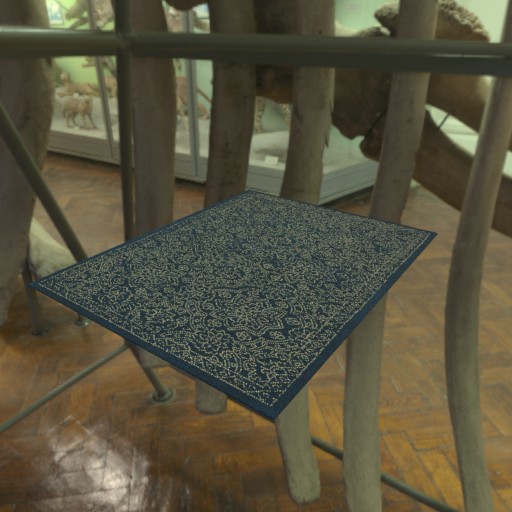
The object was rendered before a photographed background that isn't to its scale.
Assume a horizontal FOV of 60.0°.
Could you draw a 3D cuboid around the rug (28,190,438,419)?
[{"bbox_3d":[0.000,0.000,4.100,2.438,0.010,3.048,18,32,32],"label":"rug"}]
